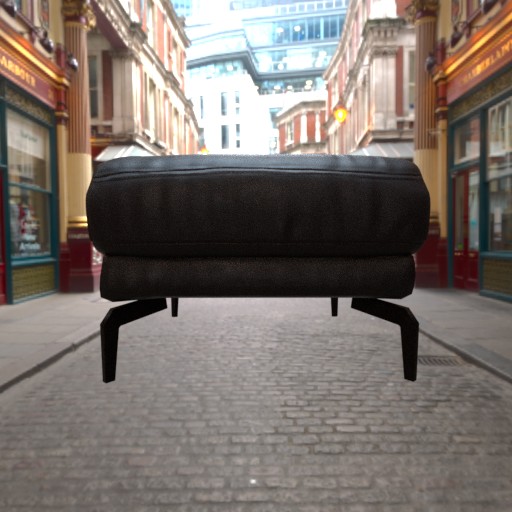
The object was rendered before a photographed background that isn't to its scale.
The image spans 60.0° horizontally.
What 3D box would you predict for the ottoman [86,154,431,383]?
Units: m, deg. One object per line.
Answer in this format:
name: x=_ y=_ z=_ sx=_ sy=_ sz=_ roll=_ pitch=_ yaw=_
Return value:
ottoman: x=0.000 y=0.000 z=1.067 sx=0.570 sy=0.402 sz=0.764 roll=0 pitch=2 yaw=-1
